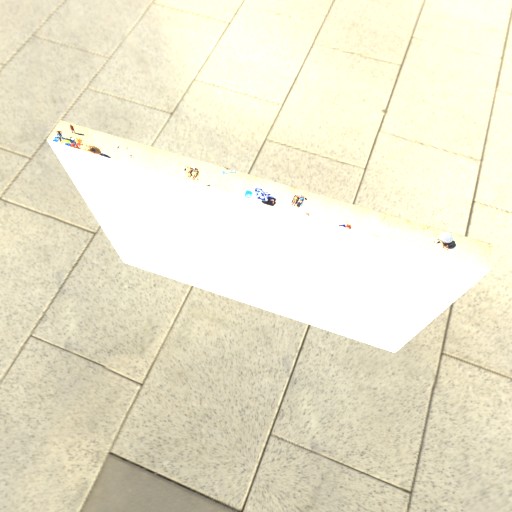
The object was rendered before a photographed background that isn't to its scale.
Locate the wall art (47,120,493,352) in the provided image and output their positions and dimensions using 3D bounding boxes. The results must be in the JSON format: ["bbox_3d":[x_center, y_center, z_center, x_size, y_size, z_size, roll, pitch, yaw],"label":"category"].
[{"bbox_3d":[0.000,0.000,1.124,0.894,0.595,0.057,17,65,8],"label":"wall art"}]
